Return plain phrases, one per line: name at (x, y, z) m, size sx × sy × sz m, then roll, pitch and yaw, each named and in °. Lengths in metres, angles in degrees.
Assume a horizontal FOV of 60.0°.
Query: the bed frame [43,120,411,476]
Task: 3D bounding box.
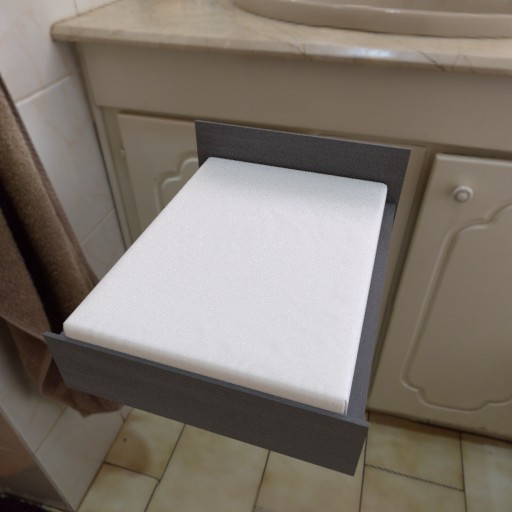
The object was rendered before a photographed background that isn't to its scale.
bed frame at (0.000, 0.000, 2.787) m, size 1.622 × 0.800 × 1.960 m, roll 12°, pitch 41°, yaw 14°
